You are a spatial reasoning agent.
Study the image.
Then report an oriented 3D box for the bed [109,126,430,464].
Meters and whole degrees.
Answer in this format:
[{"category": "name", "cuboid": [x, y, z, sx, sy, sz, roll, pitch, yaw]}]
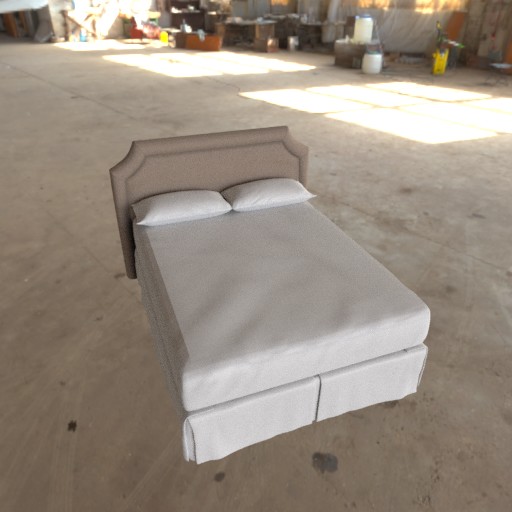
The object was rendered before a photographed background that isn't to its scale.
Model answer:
[{"category": "bed", "cuboid": [0.000, 0.000, 3.316, 1.828, 1.303, 2.164, -11, 33, -18]}]
